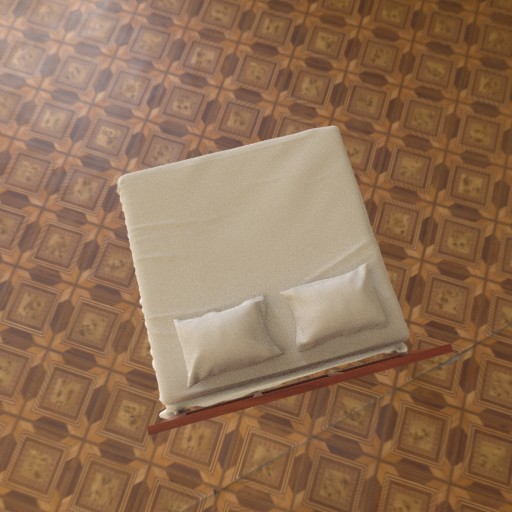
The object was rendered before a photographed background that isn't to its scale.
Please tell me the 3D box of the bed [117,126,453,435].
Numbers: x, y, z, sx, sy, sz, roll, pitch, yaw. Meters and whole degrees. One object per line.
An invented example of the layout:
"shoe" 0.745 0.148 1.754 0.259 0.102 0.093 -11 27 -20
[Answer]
"bed" 0.000 0.000 3.671 2.314 1.271 2.219 -14 76 -4
